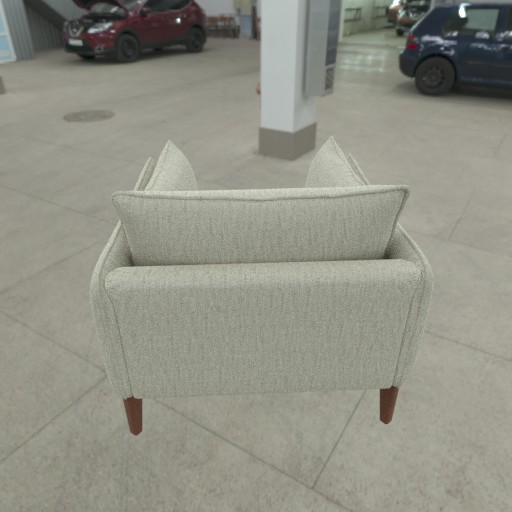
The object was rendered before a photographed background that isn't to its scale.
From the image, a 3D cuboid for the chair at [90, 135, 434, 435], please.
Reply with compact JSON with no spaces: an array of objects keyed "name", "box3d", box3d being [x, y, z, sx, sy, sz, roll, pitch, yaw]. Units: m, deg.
[{"name":"chair","box3d":[0.000,0.000,1.697,0.994,0.855,0.991,-2,31,-3]}]
